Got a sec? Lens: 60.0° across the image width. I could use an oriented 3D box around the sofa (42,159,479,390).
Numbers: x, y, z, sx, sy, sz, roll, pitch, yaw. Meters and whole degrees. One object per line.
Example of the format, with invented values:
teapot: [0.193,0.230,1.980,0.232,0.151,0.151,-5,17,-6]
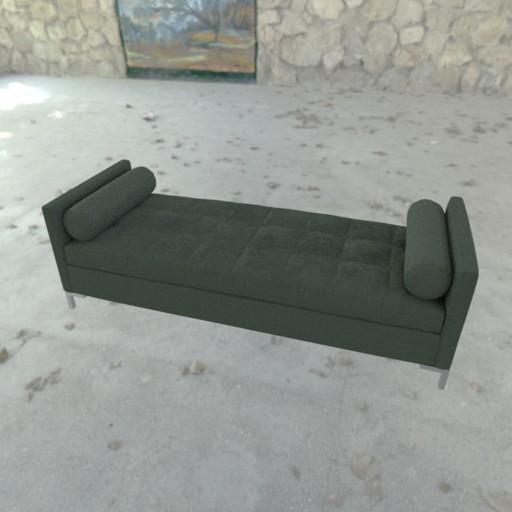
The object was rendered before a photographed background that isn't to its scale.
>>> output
sofa: [0.000,0.000,2.472,2.102,0.657,0.797,9,32,15]
